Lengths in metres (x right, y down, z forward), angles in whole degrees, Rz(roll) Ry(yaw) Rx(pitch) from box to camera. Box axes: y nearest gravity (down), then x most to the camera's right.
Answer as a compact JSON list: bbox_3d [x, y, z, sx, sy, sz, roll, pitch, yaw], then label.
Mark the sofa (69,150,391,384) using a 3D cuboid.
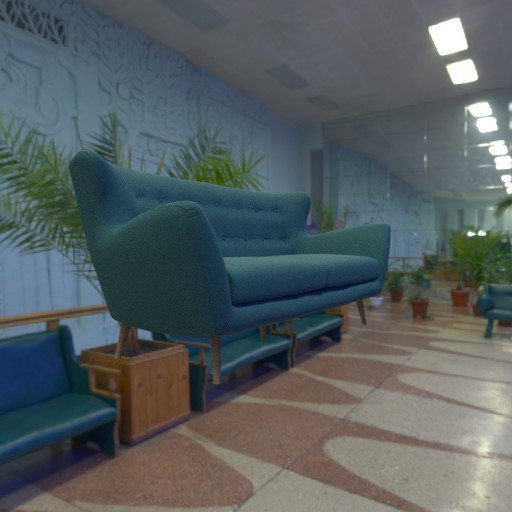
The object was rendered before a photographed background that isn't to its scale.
[{"bbox_3d":[0.000,0.000,2.396,0.889,0.890,1.930,1,2,35],"label":"sofa"}]
